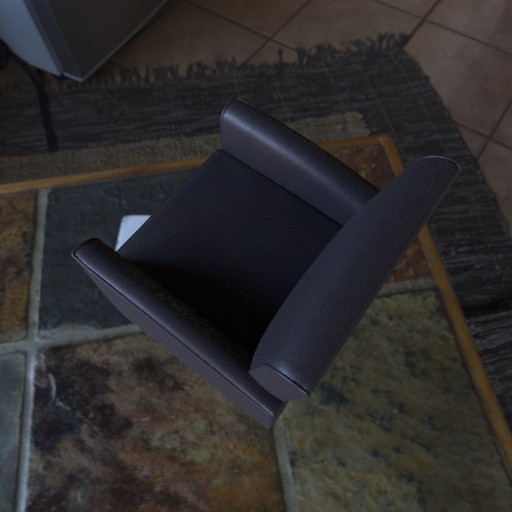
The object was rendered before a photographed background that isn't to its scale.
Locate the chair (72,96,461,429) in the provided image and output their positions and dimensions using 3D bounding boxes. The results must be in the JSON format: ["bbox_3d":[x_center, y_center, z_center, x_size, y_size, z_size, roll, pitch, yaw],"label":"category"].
[{"bbox_3d":[0.000,0.000,1.533,0.819,0.916,0.820,34,68,15],"label":"chair"}]
